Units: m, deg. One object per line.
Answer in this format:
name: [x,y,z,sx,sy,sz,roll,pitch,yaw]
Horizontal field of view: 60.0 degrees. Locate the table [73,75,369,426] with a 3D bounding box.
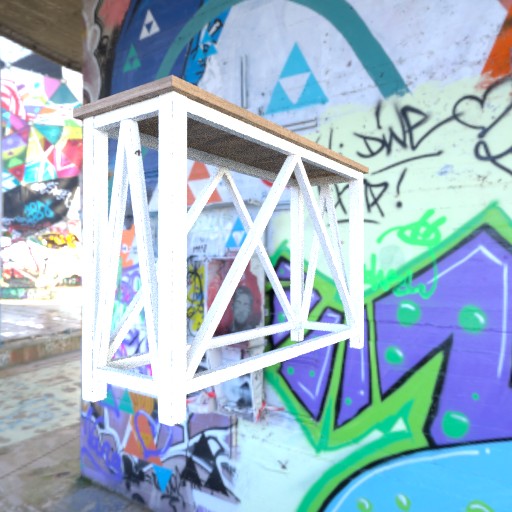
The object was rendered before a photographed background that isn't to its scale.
table: [0.000,0.000,1.855,0.450,0.930,1.400,-1,-1,35]
